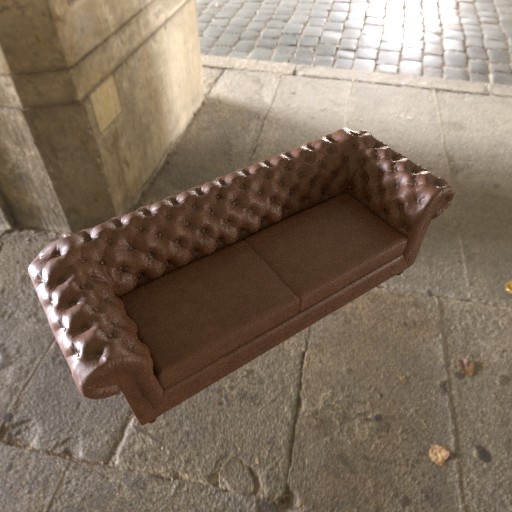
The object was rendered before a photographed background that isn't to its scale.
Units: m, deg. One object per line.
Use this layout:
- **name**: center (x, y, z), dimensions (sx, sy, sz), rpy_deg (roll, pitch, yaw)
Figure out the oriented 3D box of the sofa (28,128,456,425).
- **sofa**: center (0.000, 0.000, 2.747), dimensions (2.385, 0.783, 0.944), rpy_deg (-26, 52, -23)
